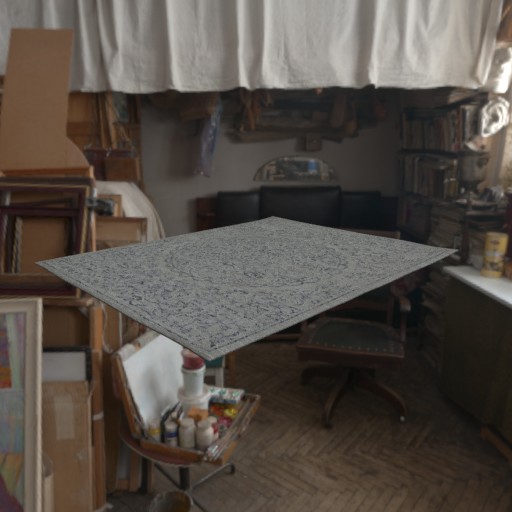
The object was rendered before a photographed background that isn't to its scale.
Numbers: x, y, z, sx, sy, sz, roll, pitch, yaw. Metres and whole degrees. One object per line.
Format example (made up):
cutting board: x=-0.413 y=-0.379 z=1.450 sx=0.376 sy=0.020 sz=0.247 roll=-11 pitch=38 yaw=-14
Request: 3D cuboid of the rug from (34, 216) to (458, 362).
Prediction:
rug: x=0.000 y=0.000 z=3.890 sx=2.925 sy=0.026 sz=2.343 roll=-15 pitch=21 yaw=-42
